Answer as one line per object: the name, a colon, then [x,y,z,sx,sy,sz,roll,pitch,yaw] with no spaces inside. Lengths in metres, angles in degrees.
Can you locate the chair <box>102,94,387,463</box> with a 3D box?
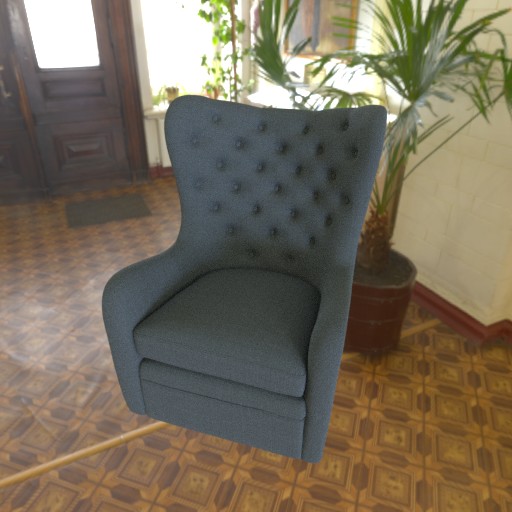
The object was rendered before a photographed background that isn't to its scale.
chair: [0.000,0.000,1.722,0.831,1.079,0.930,9,30,16]
